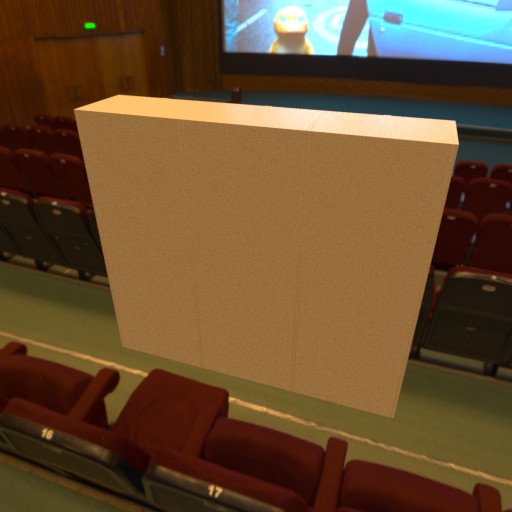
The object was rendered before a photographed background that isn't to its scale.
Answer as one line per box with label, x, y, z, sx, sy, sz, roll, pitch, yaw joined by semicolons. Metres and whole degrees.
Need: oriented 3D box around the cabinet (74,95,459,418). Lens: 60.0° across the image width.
cabinet;0.000;0.000;3.800;2.700;2.370;0.590;10;32;16
